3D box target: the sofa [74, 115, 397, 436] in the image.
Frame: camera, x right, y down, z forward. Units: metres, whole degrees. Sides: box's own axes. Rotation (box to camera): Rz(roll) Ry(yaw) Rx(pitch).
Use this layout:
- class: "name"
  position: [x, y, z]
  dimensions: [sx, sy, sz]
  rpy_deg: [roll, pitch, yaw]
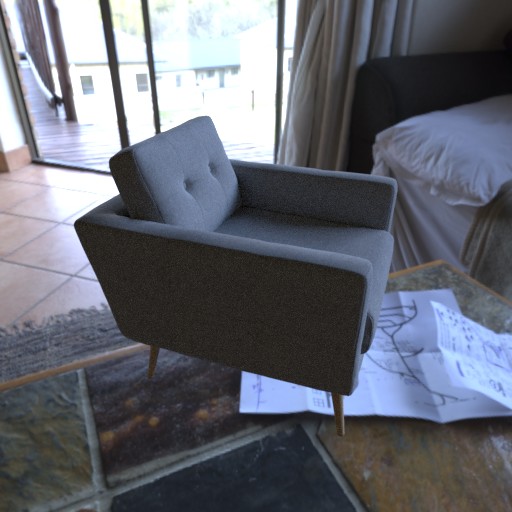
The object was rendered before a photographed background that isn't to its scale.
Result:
- class: "sofa"
  position: [0.000, 0.000, 1.598]
  dimensions: [0.920, 0.860, 0.770]
  rpy_deg: [11, 31, 18]
